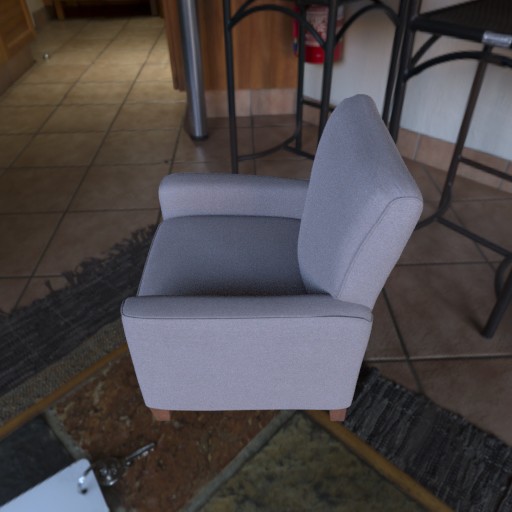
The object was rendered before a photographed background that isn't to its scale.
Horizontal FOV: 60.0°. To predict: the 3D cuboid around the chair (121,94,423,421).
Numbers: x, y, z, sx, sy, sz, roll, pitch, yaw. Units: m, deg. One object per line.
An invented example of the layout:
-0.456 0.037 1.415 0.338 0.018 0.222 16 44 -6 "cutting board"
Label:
0.000 0.000 1.656 0.859 1.023 0.845 0 41 0 "chair"
